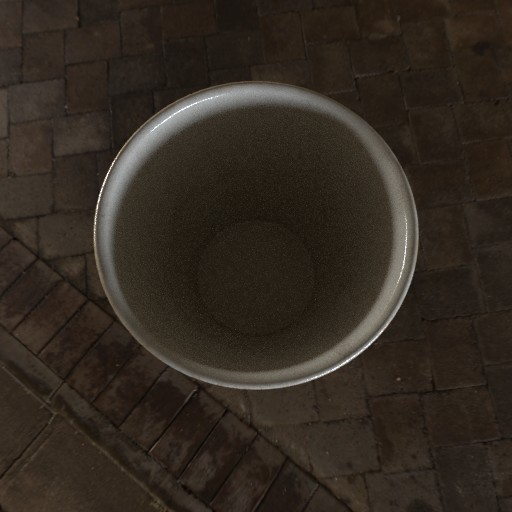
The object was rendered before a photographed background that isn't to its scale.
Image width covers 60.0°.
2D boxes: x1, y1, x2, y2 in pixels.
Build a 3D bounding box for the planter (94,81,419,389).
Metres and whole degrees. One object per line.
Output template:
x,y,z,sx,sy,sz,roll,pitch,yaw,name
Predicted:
0.000,0.000,0.342,0.193,0.165,0.193,0,75,0,planter
